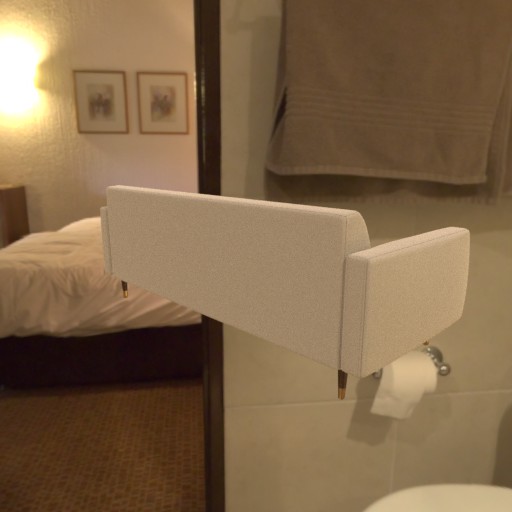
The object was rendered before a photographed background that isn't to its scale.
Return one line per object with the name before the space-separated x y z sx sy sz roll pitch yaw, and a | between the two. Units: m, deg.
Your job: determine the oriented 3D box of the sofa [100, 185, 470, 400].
sofa | 0.000 0.000 2.785 0.990 0.821 2.291 -12 18 -43
